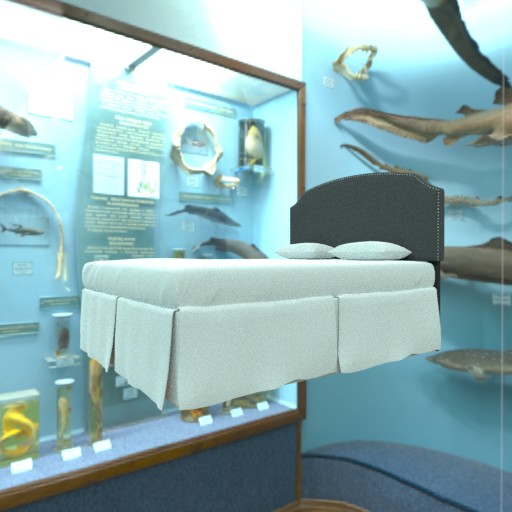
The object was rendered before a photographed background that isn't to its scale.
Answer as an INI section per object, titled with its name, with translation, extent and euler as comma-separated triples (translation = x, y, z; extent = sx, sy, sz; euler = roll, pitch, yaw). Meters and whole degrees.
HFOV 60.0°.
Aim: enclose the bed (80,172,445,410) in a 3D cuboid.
[bed]
translation = 0.000, 0.000, 2.975
extent = 1.999, 1.270, 1.558
euler = 0, 1, -36
